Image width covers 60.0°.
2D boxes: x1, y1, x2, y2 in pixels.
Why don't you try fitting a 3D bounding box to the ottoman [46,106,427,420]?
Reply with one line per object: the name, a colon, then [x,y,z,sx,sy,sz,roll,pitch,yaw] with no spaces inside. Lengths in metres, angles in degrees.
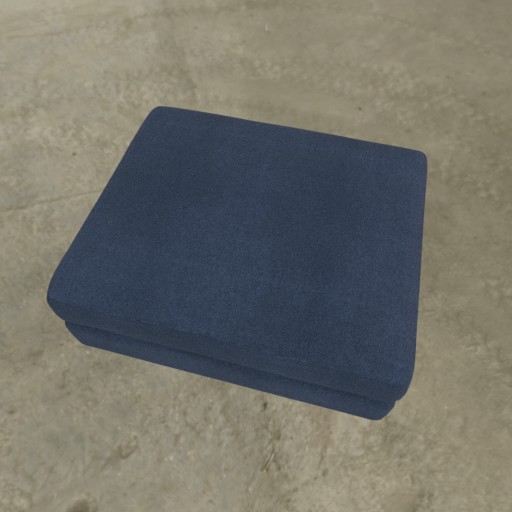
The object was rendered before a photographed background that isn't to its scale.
ottoman: [0.000,0.000,1.248,0.821,0.474,0.693,12,58,8]
